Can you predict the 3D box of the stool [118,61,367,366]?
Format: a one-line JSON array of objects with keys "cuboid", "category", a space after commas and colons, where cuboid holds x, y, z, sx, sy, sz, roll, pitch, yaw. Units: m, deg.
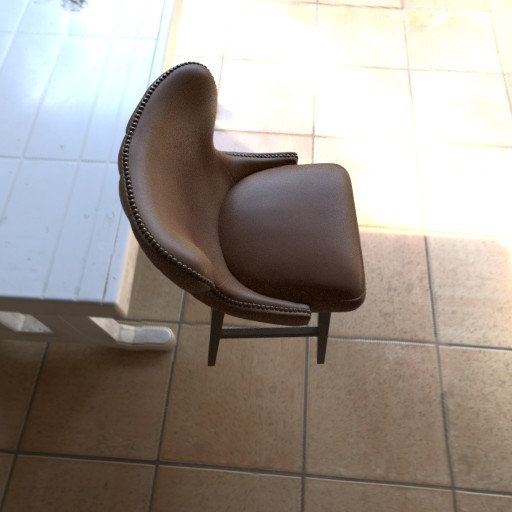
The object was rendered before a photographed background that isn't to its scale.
[{"cuboid": [0.000, 0.000, 1.439, 0.606, 1.087, 0.591, -1, 64, -1], "category": "stool"}]
